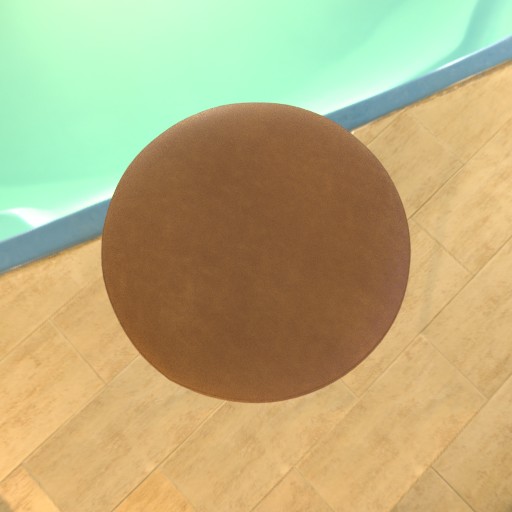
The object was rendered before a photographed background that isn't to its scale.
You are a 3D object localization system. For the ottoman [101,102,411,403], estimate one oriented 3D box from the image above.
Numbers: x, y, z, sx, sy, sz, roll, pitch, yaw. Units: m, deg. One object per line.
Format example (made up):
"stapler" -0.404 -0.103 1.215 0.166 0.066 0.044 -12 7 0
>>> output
"ottoman" 0.000 0.000 1.253 0.771 0.460 0.771 0 76 0
